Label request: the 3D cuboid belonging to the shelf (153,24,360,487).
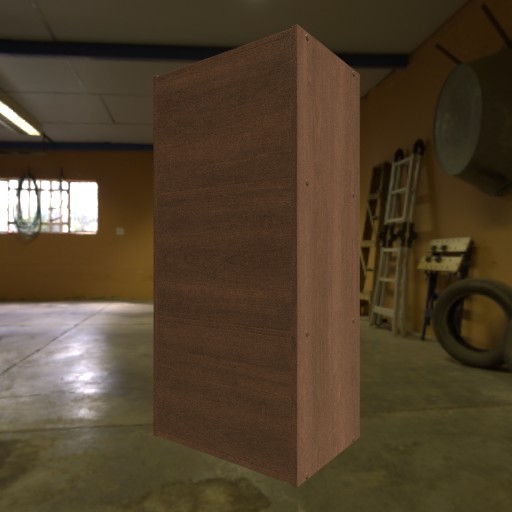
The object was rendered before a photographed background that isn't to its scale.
[{"bbox_3d":[0.000,0.000,1.080,0.414,0.879,0.290,0,0,37],"label":"shelf"}]
